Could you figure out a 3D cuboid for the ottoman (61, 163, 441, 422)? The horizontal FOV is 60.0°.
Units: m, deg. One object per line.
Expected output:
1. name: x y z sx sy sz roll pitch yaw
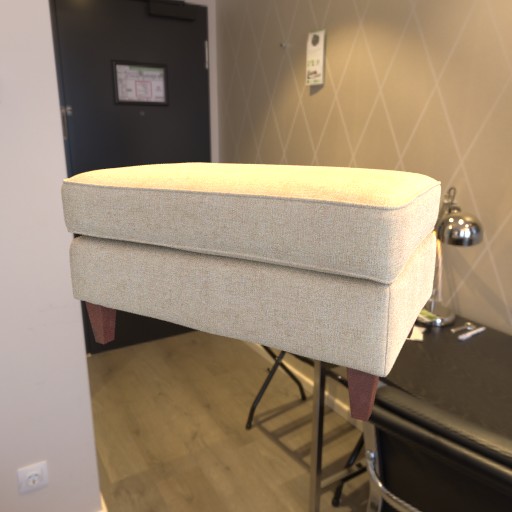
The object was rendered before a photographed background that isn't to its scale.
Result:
1. ottoman: 0.000 0.000 1.210 0.862 0.484 0.583 8 17 28
